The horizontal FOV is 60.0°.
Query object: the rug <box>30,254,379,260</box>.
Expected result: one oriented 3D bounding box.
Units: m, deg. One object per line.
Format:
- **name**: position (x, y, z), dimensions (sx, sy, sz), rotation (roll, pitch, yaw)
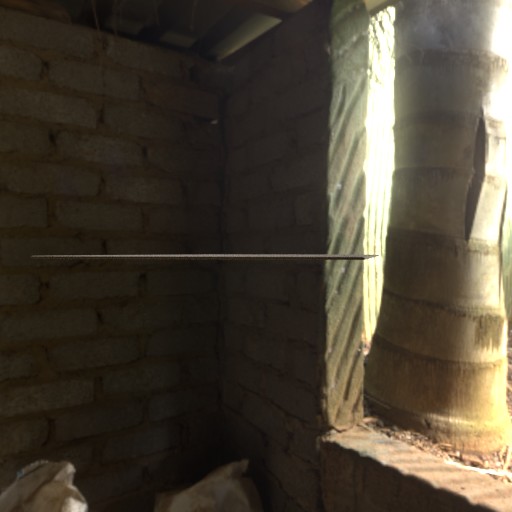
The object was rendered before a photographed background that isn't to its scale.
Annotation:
- **rug**: position (0.000, 0.000, 2.348), dimensions (1.219, 0.010, 1.829), rotation (0, 0, 17)
